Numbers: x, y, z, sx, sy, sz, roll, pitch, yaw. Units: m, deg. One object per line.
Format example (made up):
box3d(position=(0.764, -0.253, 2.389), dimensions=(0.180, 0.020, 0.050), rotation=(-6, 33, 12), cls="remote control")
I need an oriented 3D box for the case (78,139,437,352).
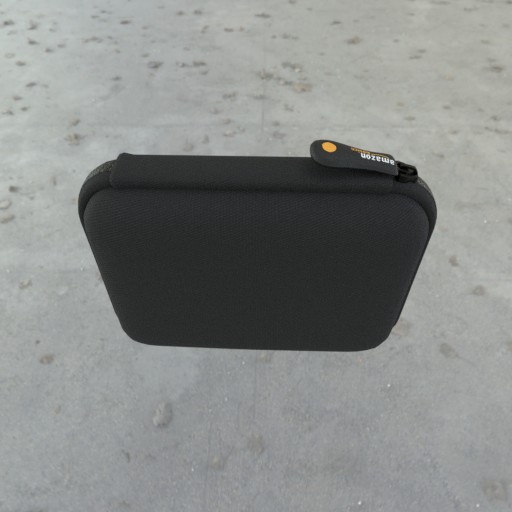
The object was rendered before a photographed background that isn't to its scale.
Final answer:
box3d(position=(0.000, 0.000, 0.181), dimensions=(0.132, 0.105, 0.038), rotation=(2, 46, 1), cls="case")
